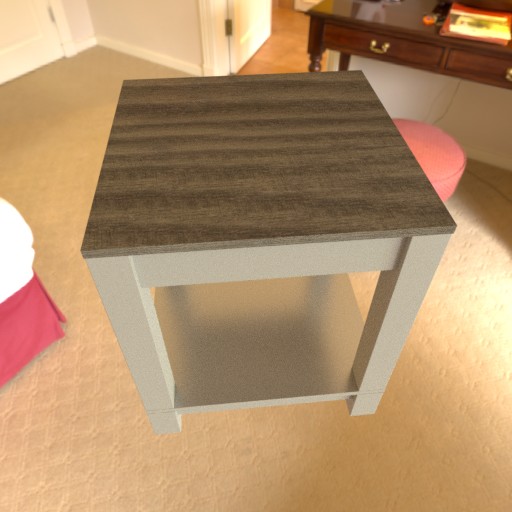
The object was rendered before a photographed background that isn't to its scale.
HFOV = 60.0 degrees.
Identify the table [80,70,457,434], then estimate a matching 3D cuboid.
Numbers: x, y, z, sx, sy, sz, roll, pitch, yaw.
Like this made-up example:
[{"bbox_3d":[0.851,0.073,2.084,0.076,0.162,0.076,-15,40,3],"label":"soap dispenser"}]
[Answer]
[{"bbox_3d":[0.000,0.000,0.977,0.506,0.587,0.504,-4,46,-4],"label":"table"}]
